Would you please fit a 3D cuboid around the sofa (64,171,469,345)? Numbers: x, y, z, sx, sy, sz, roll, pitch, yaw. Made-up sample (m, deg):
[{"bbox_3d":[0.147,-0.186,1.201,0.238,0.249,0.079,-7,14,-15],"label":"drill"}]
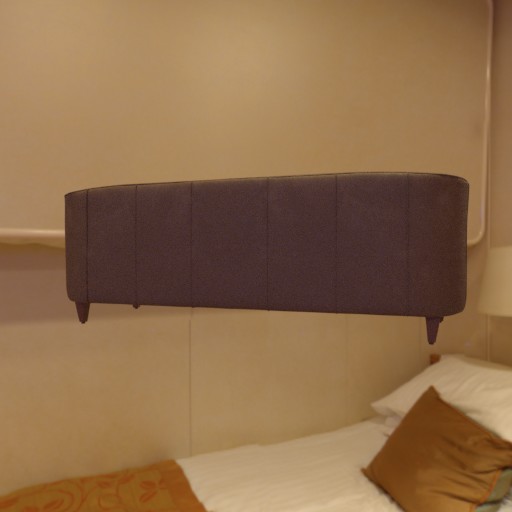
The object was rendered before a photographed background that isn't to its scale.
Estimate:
[{"bbox_3d":[0.000,0.000,2.614,2.227,0.787,0.927,0,1,18],"label":"sofa"}]
